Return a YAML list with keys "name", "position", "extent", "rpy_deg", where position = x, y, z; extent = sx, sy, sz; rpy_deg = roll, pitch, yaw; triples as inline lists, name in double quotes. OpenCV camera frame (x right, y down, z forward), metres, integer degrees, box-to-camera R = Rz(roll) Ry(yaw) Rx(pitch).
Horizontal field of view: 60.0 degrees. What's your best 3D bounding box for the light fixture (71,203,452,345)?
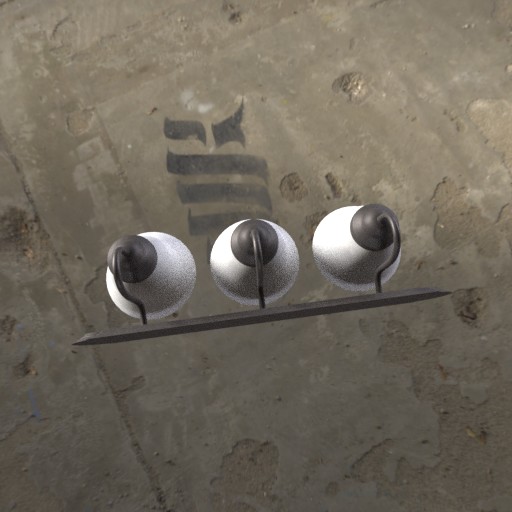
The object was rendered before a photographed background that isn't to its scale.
- name: "light fixture"
  position: [0.000, 0.000, 0.710]
  extent: [0.610, 0.222, 0.199]
  rpy_deg: [-7, 76, -2]
